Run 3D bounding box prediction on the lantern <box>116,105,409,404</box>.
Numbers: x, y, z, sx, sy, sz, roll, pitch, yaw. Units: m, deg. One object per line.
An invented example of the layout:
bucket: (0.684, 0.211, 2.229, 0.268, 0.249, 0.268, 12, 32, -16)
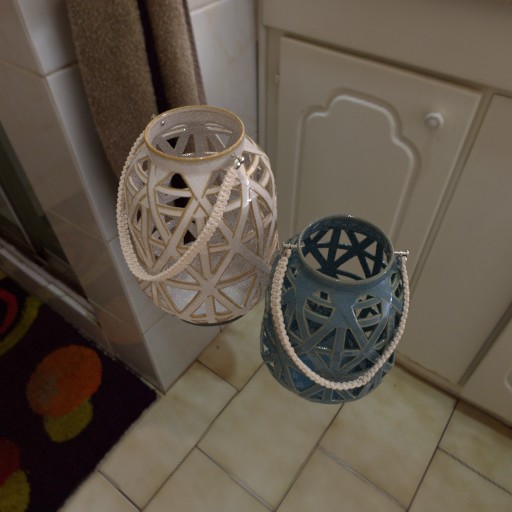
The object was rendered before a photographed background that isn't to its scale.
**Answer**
lantern: (0.000, 0.000, 0.615, 0.439, 0.307, 0.245, 31, 54, 25)
